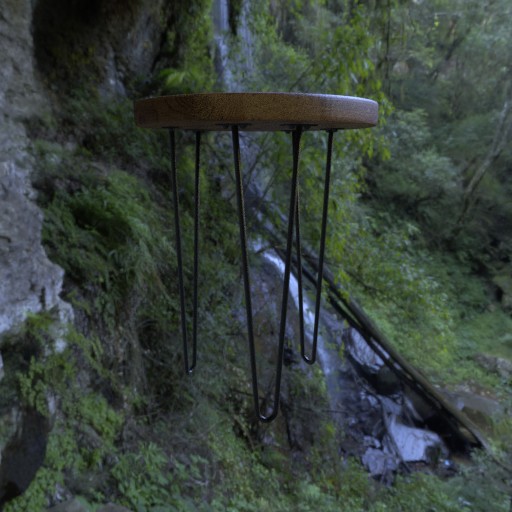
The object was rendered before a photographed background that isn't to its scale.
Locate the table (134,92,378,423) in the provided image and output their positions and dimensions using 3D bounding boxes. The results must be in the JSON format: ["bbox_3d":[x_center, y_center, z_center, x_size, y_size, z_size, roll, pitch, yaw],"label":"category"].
[{"bbox_3d":[0.000,0.000,0.809,0.400,0.520,0.400,0,14,0],"label":"table"}]
